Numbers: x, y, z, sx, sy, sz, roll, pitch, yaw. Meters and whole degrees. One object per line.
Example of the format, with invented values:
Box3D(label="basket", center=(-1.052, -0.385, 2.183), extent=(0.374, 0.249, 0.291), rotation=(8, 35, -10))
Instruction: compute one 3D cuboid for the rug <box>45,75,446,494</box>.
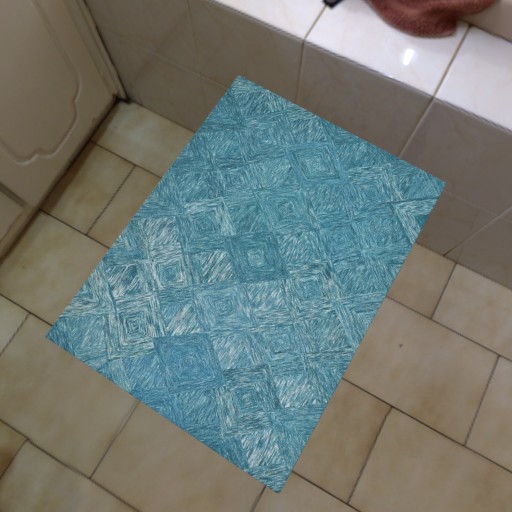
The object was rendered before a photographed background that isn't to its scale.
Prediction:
Box3D(label="rug", center=(0.000, 0.000, 4.131), extent=(2.405, 0.027, 3.217), rotation=(30, 76, 9))
